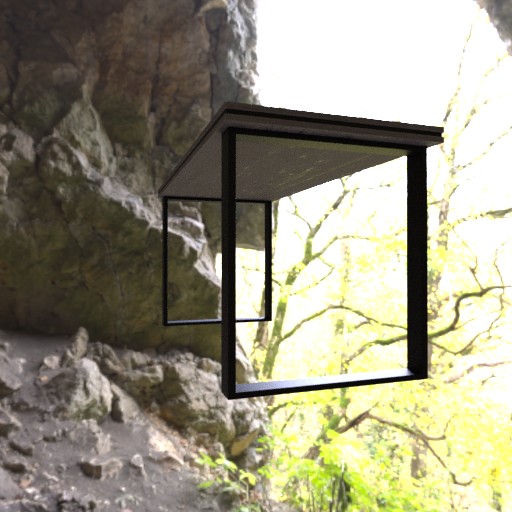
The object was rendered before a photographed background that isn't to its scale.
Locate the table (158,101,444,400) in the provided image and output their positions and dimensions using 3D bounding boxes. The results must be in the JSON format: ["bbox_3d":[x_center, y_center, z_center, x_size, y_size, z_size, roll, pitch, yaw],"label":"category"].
[{"bbox_3d":[0.000,0.000,2.271,0.795,0.899,1.778,0,0,-19],"label":"table"}]
